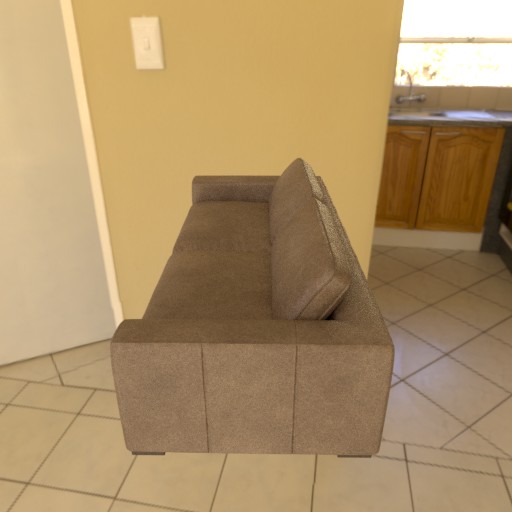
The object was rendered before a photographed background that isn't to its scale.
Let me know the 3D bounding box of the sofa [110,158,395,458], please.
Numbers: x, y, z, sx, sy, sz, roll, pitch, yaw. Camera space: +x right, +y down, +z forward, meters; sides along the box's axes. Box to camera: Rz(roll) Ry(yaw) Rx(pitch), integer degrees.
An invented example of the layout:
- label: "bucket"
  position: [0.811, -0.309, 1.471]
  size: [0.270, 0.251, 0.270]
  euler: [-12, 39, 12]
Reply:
- label: "sofa"
  position: [0.000, 0.000, 2.667]
  size: [1.070, 0.801, 2.262]
  euler: [0, 26, 1]
